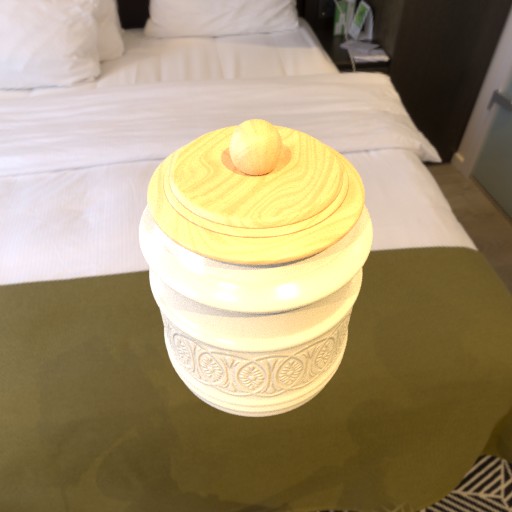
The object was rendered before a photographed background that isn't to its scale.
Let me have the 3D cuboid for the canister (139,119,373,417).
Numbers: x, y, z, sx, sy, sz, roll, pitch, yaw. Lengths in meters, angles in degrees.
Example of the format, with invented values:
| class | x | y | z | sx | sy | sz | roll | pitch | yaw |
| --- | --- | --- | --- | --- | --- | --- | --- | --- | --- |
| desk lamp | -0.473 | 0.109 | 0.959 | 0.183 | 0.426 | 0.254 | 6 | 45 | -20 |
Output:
| class | x | y | z | sx | sy | sz | roll | pitch | yaw |
| --- | --- | --- | --- | --- | --- | --- | --- | --- | --- |
| canister | 0.000 | 0.000 | 0.270 | 0.130 | 0.176 | 0.130 | 0 | 45 | 0 |
